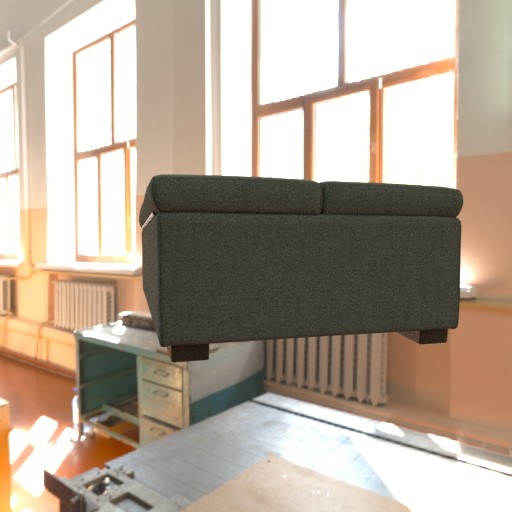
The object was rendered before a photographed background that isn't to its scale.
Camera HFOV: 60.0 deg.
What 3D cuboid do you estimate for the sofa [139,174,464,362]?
[{"bbox_3d":[0.000,0.000,1.630,0.817,0.434,1.250,0,1,-16],"label":"sofa"}]
